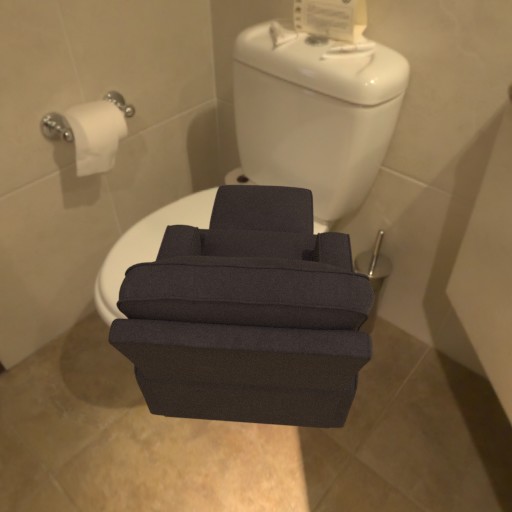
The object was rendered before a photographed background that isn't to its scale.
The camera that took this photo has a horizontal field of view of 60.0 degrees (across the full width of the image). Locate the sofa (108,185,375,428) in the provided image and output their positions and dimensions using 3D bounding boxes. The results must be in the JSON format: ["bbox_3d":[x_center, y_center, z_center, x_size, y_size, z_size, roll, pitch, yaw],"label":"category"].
[{"bbox_3d":[0.000,0.000,2.005,0.861,0.959,1.472,3,44,3],"label":"sofa"}]
